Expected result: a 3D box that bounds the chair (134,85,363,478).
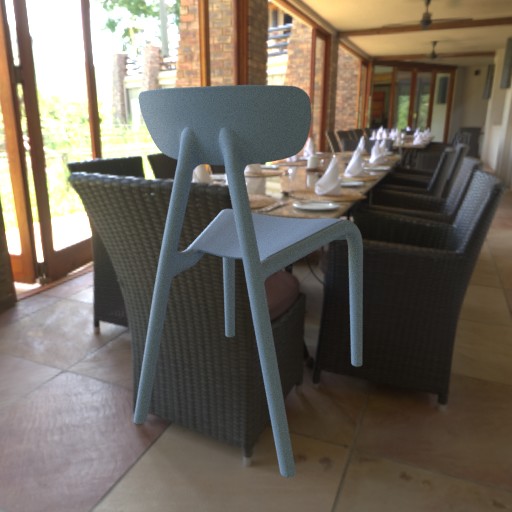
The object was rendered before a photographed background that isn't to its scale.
[{"bbox_3d":[0.000,0.000,0.844,0.356,0.580,0.401,8,18,25],"label":"chair"}]
